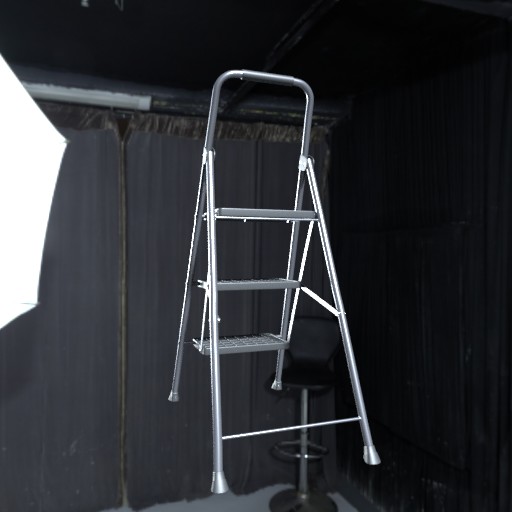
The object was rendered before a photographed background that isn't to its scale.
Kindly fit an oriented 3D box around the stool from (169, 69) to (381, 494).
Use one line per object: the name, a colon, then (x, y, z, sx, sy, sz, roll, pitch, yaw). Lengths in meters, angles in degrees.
stool: (0.000, 0.000, 1.464, 0.473, 1.121, 0.733, 0, 1, -19)
